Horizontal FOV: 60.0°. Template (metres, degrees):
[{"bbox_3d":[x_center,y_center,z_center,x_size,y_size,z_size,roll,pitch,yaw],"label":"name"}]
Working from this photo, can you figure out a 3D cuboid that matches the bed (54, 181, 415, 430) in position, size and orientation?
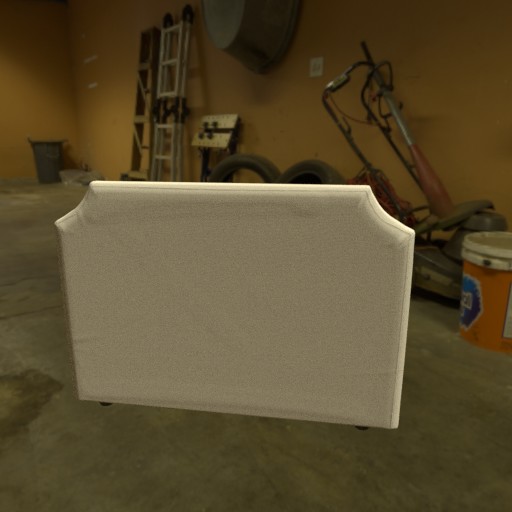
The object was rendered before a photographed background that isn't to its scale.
[{"bbox_3d":[0.000,0.000,3.297,1.828,1.297,2.164,2,16,8],"label":"bed"}]
